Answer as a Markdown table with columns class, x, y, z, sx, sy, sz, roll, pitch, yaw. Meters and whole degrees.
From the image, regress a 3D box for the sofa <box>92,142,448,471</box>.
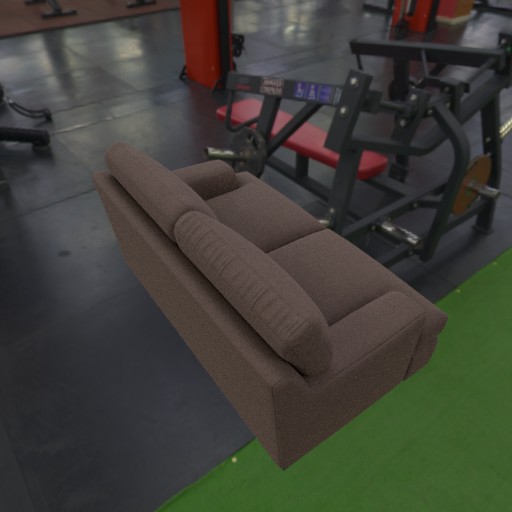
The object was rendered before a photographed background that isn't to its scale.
| class | x | y | z | sx | sy | sz | roll | pitch | yaw |
| --- | --- | --- | --- | --- | --- | --- | --- | --- | --- |
| sofa | 0.000 | 0.000 | 2.508 | 1.140 | 0.950 | 1.869 | -25 | 46 | -26 |
